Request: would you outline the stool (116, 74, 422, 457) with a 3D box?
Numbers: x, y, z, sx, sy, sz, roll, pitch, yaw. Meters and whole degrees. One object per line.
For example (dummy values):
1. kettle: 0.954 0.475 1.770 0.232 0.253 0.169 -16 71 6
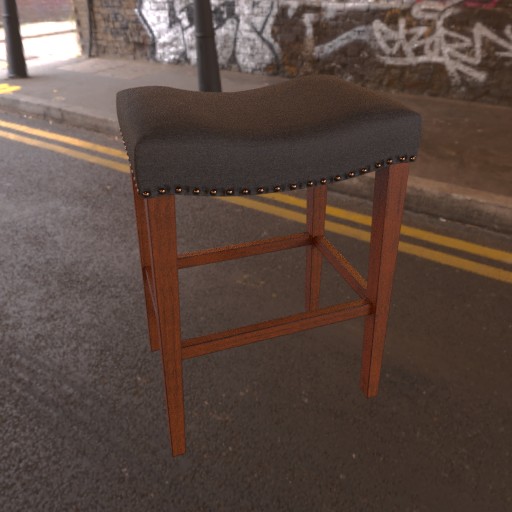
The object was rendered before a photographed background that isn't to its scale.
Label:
1. stool: 0.000 0.000 0.852 0.439 0.612 0.320 -11 34 -16
